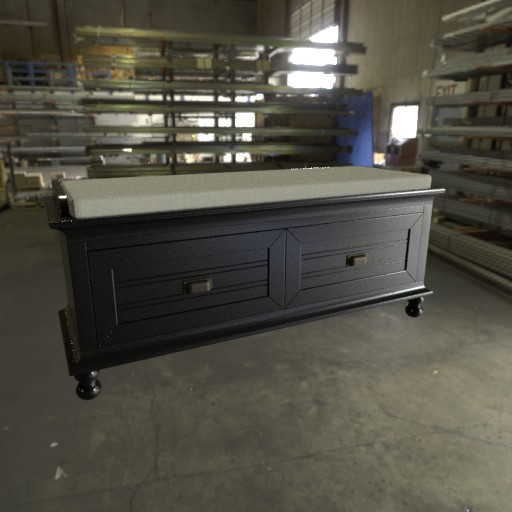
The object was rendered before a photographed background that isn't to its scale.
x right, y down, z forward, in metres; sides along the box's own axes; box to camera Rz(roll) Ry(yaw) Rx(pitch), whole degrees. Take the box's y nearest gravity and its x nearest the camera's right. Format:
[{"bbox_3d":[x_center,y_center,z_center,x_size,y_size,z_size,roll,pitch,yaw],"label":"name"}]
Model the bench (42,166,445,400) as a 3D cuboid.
[{"bbox_3d":[0.000,0.000,1.424,1.185,0.501,0.402,-8,18,-25],"label":"bench"}]
